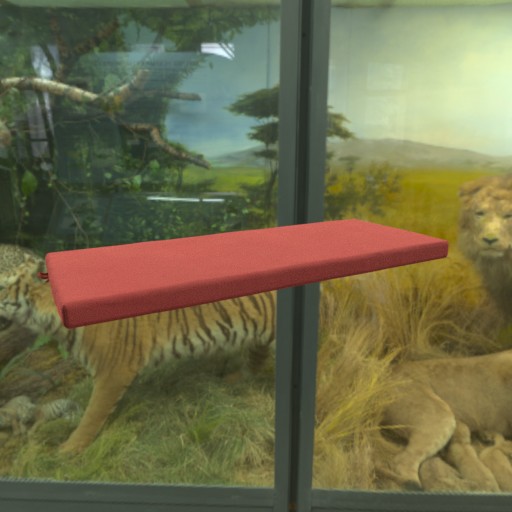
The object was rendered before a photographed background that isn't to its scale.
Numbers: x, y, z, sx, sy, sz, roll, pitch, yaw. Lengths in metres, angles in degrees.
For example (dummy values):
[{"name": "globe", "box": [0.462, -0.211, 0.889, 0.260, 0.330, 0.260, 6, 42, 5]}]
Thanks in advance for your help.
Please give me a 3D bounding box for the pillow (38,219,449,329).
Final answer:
[{"name": "pillow", "box": [0.000, 0.000, 1.350, 1.187, 0.081, 0.492, -8, 17, -28]}]
